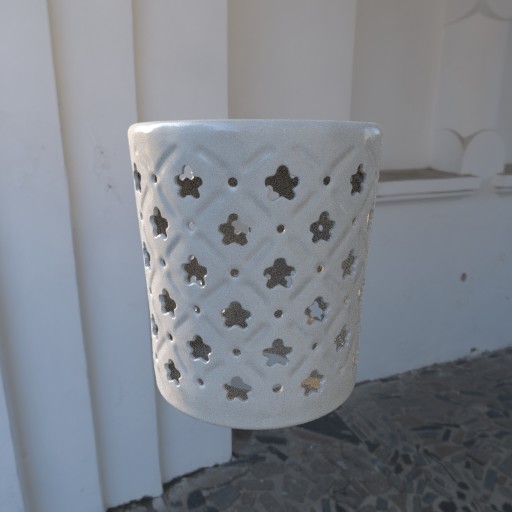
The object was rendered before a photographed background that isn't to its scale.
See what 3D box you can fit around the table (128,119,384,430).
[{"bbox_3d":[0.000,0.000,0.674,0.352,0.387,0.352,0,14,0],"label":"table"}]
